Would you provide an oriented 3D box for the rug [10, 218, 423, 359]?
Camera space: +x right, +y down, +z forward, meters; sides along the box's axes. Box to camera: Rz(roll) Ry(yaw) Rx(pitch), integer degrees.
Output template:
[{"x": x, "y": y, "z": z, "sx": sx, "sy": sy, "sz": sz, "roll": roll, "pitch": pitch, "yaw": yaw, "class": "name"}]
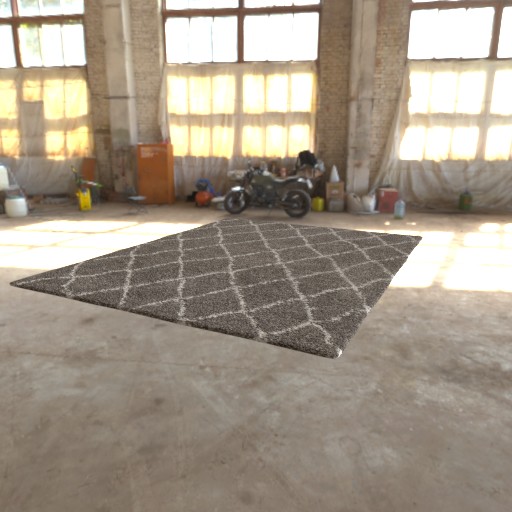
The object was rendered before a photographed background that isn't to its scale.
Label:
[{"x": 0.000, "y": 0.000, "z": 3.946, "sx": 2.438, "sy": 0.029, "sz": 3.047, "roll": 7, "pitch": 16, "yaw": 26, "class": "rug"}]
